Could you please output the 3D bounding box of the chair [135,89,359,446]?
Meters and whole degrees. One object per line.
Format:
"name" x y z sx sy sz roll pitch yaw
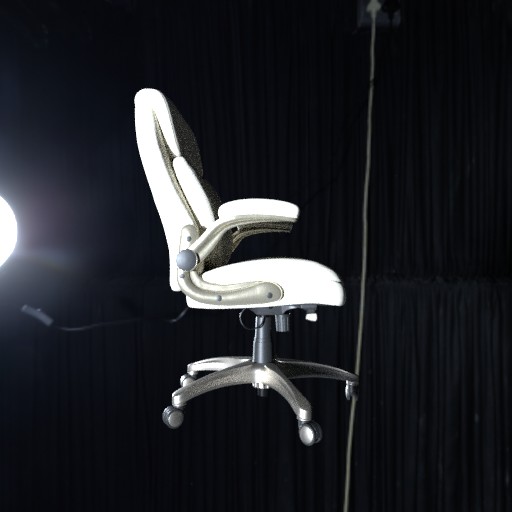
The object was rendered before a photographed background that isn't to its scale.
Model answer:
"chair" 0.000 0.000 1.647 0.794 1.110 0.740 0 0 -1
